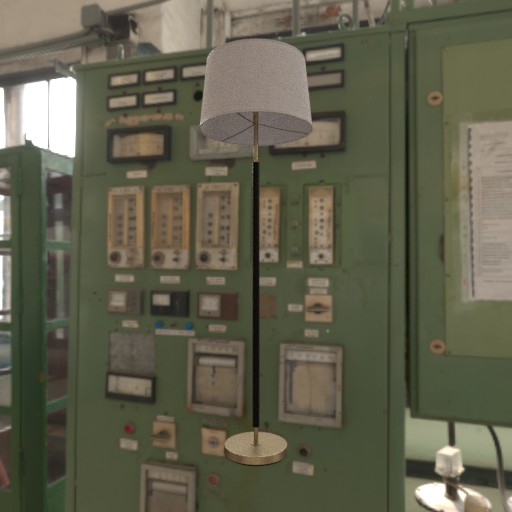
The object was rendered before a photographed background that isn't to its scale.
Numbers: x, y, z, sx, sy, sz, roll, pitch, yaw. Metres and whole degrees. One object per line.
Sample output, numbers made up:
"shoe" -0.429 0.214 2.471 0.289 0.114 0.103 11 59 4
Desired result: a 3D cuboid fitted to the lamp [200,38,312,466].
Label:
"lamp" 0.000 0.000 1.652 0.420 1.447 0.420 0 -1 0
